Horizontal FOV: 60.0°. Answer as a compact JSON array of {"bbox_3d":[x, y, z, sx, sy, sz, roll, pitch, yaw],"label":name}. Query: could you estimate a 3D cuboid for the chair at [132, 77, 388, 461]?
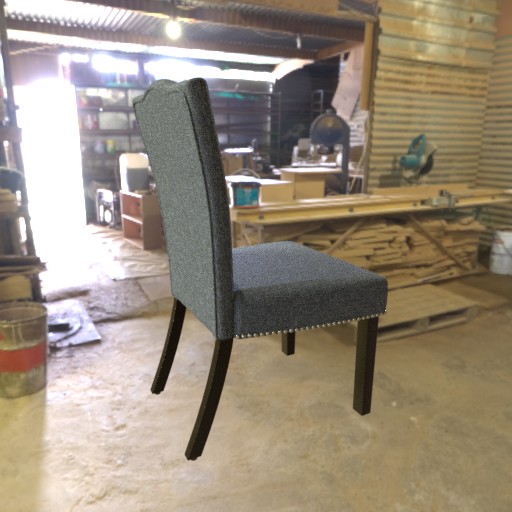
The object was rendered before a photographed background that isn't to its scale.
[{"bbox_3d":[0.000,0.000,1.307,0.589,0.946,0.518,-8,17,-27],"label":"chair"}]
